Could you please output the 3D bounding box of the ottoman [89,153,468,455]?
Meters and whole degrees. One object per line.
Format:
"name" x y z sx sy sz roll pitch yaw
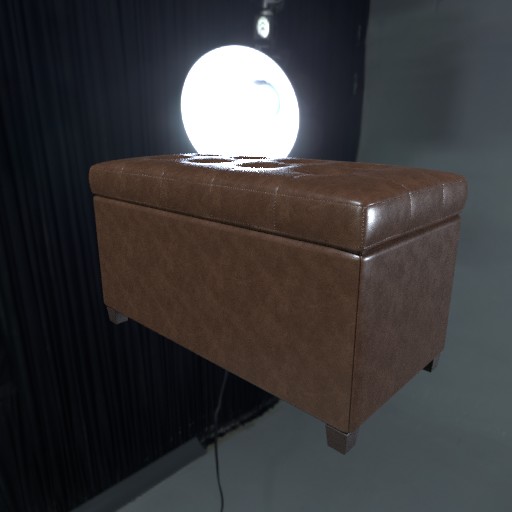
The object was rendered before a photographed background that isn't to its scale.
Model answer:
"ottoman" 0.000 0.000 1.109 0.838 0.470 0.432 15 22 41
